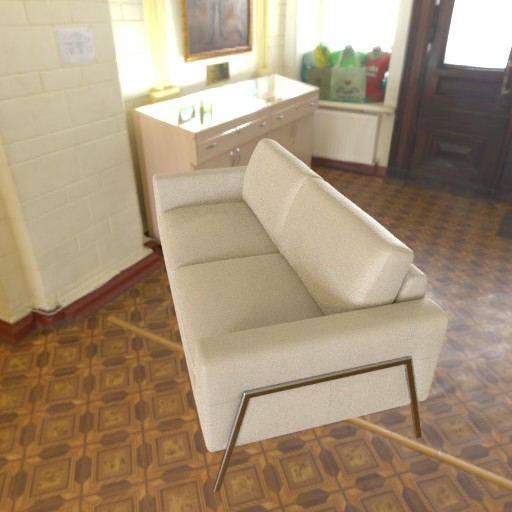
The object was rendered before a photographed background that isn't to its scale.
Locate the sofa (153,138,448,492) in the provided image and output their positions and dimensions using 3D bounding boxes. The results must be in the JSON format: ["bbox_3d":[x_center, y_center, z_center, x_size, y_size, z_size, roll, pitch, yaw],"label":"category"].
[{"bbox_3d":[0.000,0.000,2.459,0.953,0.875,2.017,-8,30,-14],"label":"sofa"}]
